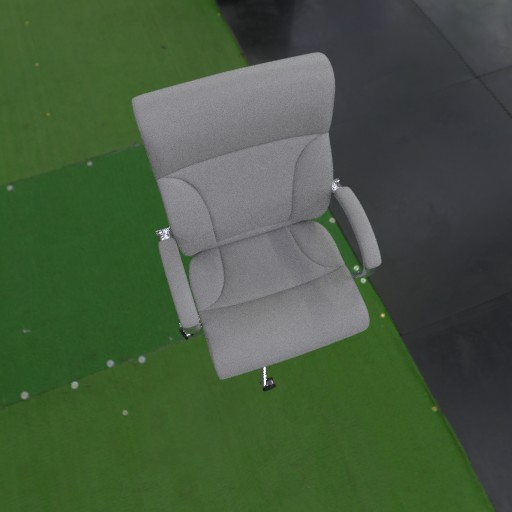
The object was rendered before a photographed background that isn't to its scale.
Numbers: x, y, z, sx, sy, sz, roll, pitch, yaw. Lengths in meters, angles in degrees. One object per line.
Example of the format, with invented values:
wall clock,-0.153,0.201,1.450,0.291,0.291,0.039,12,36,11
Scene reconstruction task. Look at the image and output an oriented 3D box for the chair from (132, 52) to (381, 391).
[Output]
chair,0.000,0.000,1.569,0.727,1.099,0.745,-17,65,-8
